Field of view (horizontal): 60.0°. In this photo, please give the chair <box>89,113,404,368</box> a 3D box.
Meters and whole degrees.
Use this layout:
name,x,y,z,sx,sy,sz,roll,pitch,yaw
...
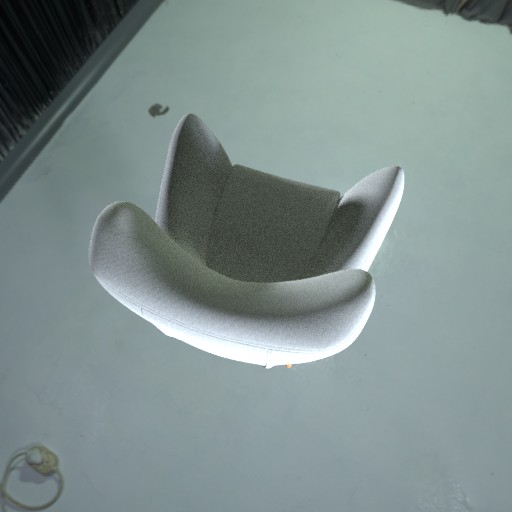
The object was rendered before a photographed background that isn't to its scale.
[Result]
name,x,y,z,sx,sy,sz,roll,pitch,yaw
chair,0.000,0.000,1.649,0.890,0.889,0.889,17,65,8
